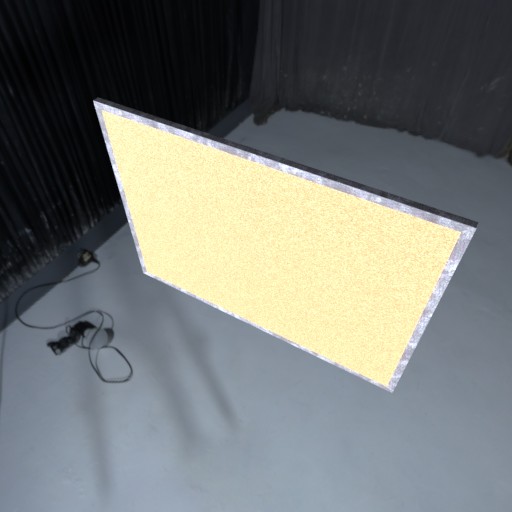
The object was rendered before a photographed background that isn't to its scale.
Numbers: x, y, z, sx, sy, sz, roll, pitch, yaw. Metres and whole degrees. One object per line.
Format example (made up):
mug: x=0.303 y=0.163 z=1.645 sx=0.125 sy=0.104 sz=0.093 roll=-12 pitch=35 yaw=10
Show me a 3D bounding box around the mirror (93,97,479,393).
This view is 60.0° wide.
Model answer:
mirror: x=0.000 y=0.000 z=1.434 sx=1.101 sy=0.795 sz=0.022 roll=23 pitch=52 yaw=19
